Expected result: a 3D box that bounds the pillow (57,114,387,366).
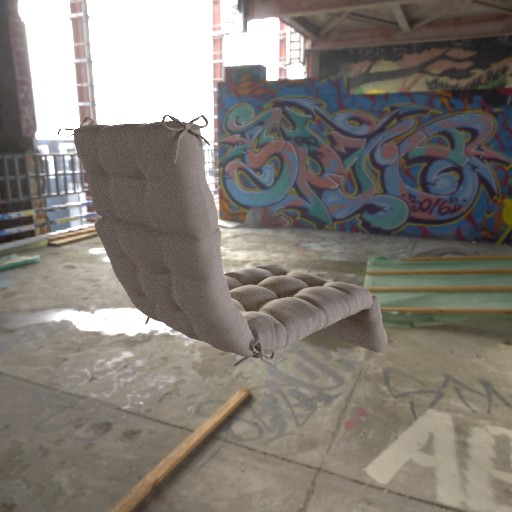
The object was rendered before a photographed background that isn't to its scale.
[{"bbox_3d":[0.000,0.000,1.462,0.526,0.863,1.016,14,20,42],"label":"pillow"}]
